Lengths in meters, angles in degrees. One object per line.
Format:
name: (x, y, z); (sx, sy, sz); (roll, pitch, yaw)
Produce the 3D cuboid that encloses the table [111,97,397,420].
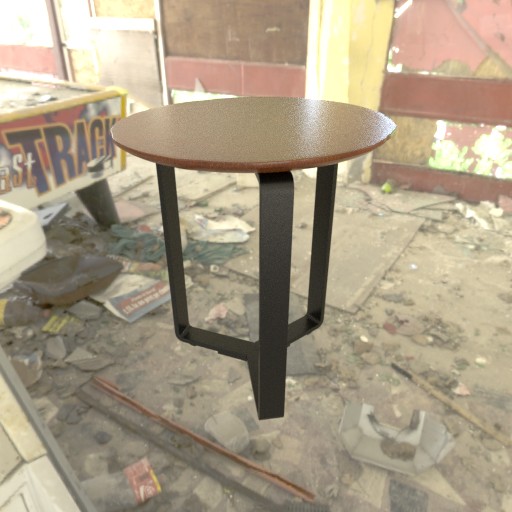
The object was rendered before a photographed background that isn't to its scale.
table: (0.000, 0.000, 0.753); (0.410, 0.450, 0.380); (-22, 36, -33)
